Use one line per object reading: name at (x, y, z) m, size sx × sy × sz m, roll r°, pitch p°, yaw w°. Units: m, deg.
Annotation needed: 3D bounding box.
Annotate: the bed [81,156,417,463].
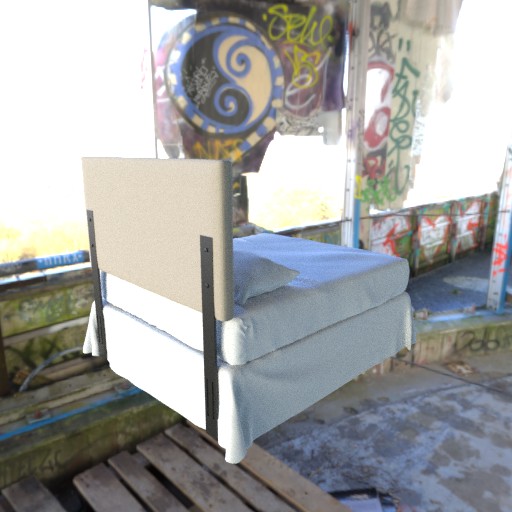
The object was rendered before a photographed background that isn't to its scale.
bed at (0.000, 0.000, 3.566) m, size 2.222 × 1.577 × 1.936 m, roll -13°, pitch 19°, yaw -43°
